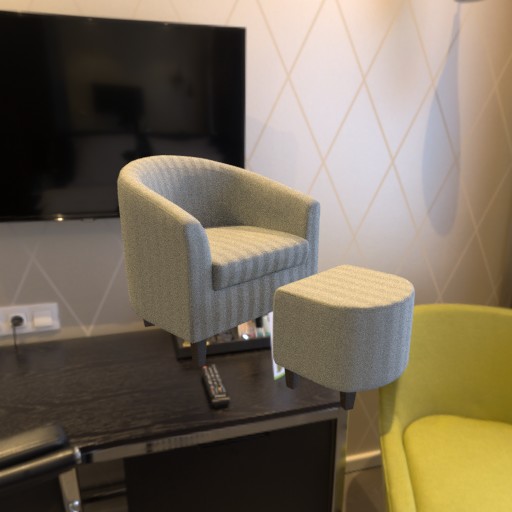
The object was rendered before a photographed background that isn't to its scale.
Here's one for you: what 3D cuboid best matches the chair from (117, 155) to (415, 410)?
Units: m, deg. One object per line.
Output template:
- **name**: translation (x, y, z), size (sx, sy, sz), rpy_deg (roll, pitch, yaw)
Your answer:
- **chair**: translation (0.000, 0.000, 1.786), size (1.288, 0.757, 0.756), rpy_deg (14, 20, 42)
